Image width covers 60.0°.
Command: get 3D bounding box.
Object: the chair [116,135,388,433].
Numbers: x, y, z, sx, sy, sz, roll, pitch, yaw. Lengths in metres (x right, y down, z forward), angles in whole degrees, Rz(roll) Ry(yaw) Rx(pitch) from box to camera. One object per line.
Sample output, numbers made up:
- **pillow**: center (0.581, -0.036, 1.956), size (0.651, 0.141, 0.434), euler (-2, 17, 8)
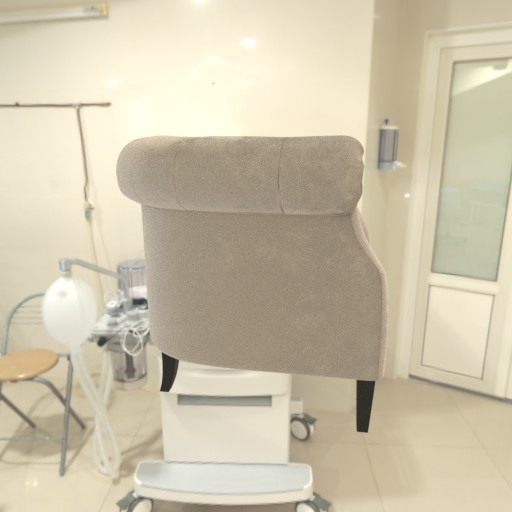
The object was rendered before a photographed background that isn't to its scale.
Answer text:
- **chair**: center (0.000, 0.000, 1.572), size (0.851, 0.826, 0.904), euler (3, 15, 10)
